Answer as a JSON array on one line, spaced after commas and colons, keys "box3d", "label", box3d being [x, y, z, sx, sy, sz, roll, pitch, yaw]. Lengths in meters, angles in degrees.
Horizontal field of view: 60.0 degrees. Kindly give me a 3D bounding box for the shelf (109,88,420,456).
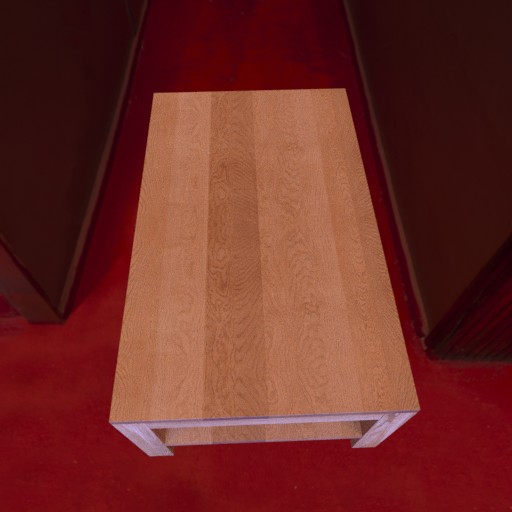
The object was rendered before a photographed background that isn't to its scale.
[{"box3d": [0.000, 0.000, 1.495, 0.700, 0.450, 1.150, -2, 57, -1], "label": "shelf"}]
